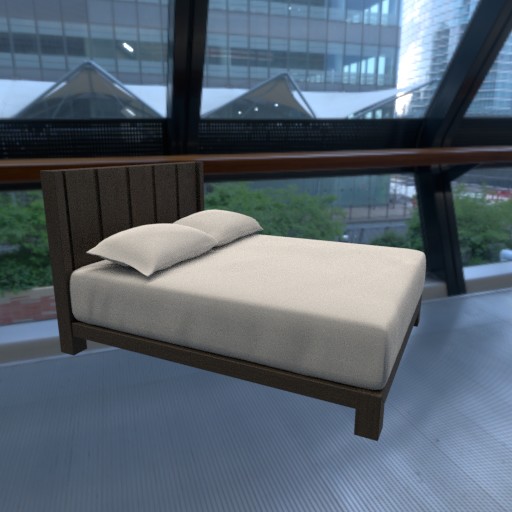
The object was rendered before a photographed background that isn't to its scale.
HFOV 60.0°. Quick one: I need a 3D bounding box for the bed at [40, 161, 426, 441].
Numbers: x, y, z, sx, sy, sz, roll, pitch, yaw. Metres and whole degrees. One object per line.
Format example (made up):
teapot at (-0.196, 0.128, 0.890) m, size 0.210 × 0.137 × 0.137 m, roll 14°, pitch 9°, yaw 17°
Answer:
bed at (0.000, 0.000, 3.270) m, size 2.242 × 1.270 × 1.727 m, roll 7°, pitch 16°, yaw 25°
